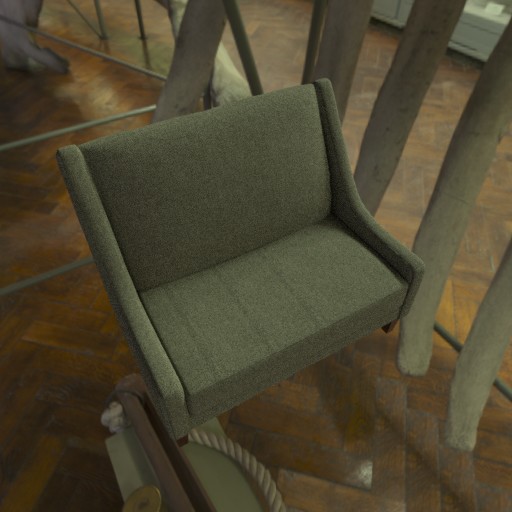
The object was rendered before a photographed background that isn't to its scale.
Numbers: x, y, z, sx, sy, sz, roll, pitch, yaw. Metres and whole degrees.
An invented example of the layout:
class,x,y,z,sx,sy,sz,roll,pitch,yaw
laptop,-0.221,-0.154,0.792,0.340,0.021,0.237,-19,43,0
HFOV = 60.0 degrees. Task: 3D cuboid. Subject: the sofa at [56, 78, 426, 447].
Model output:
class,x,y,z,sx,sy,sz,roll,pitch,yaw
sofa,0.000,0.000,1.919,1.242,1.021,0.870,-22,49,-21
